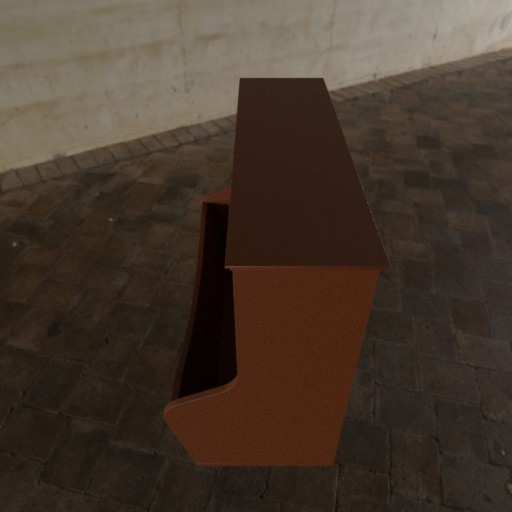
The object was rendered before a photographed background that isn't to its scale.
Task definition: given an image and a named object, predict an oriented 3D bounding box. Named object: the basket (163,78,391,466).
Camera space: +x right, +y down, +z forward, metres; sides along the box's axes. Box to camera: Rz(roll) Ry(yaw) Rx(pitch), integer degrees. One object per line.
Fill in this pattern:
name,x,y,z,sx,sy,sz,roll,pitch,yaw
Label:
basket,0.000,0.000,1.125,0.376,0.625,0.792,0,40,0
